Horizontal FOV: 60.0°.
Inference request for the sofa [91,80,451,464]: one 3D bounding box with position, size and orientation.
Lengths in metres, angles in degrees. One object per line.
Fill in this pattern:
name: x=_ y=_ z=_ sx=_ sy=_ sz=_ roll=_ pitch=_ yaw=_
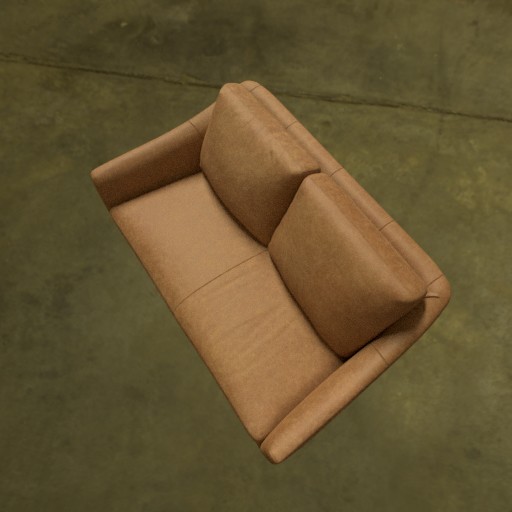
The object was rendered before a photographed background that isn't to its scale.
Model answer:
sofa: x=0.000 y=0.000 z=2.157 sx=0.960 sy=0.902 sz=1.619 roll=-32 pitch=67 yaw=-15
